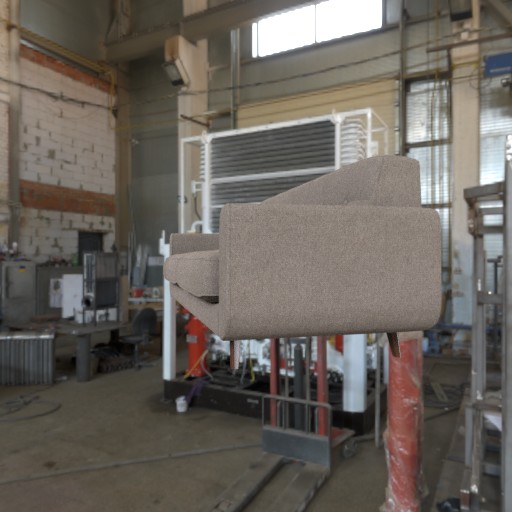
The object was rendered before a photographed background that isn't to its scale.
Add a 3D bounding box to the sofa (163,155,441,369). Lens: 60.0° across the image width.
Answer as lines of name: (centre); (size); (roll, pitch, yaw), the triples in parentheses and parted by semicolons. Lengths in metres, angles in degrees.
sofa: (0.000, 0.000, 2.547); (0.909, 0.841, 2.029); (0, 0, -16)
